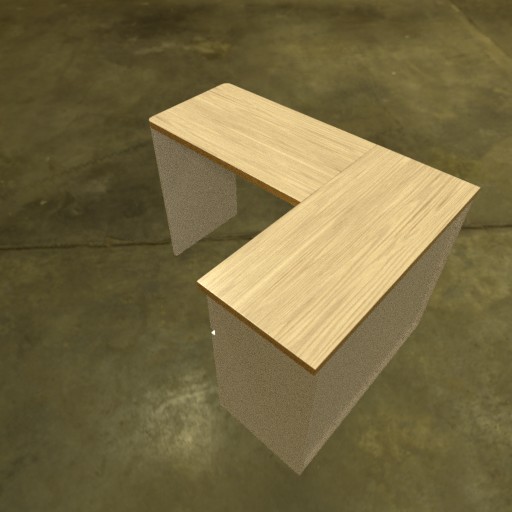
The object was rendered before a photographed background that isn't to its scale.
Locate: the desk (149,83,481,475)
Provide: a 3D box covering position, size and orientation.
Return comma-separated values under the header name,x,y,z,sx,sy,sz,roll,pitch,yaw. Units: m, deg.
name,x,y,z,sx,sy,sz,roll,pitch,yaw
desk,0.000,0.000,1.762,1.170,0.760,0.900,33,54,28
